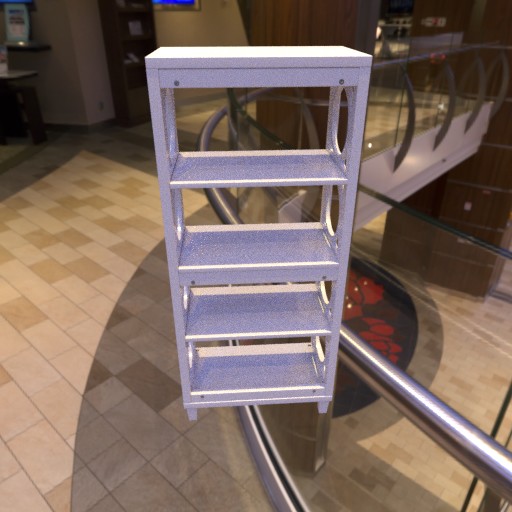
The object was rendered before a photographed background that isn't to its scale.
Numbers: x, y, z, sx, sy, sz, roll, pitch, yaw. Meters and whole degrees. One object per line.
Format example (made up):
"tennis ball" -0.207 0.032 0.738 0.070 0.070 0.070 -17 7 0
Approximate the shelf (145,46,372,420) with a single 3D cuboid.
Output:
"shelf" 0.000 0.000 1.675 0.611 1.411 0.340 -2 29 -3
